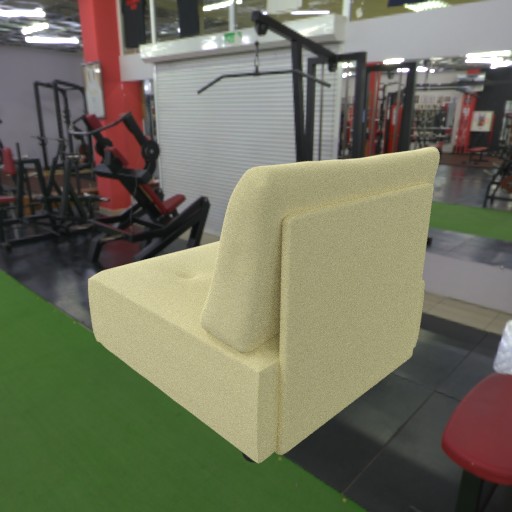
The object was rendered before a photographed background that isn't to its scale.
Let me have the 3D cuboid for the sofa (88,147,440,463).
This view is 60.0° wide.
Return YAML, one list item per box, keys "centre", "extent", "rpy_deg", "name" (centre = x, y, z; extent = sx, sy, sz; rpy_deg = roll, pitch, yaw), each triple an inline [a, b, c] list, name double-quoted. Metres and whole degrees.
- centre: [0.000, 0.000, 1.706]
  extent: [0.930, 0.820, 1.000]
  rpy_deg: [-17, 24, -42]
  name: "sofa"
